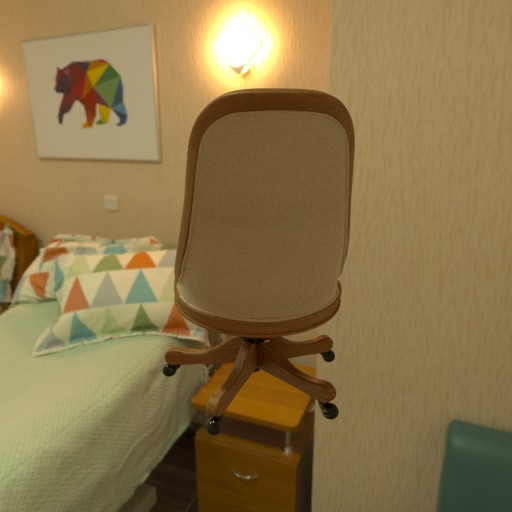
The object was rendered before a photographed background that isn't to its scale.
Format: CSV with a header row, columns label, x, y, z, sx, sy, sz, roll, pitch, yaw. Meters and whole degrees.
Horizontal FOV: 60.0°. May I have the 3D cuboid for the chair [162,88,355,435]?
label,x,y,z,sx,sy,sz,roll,pitch,yaw
chair,0.000,0.000,1.528,0.702,1.009,0.811,-2,15,-7
